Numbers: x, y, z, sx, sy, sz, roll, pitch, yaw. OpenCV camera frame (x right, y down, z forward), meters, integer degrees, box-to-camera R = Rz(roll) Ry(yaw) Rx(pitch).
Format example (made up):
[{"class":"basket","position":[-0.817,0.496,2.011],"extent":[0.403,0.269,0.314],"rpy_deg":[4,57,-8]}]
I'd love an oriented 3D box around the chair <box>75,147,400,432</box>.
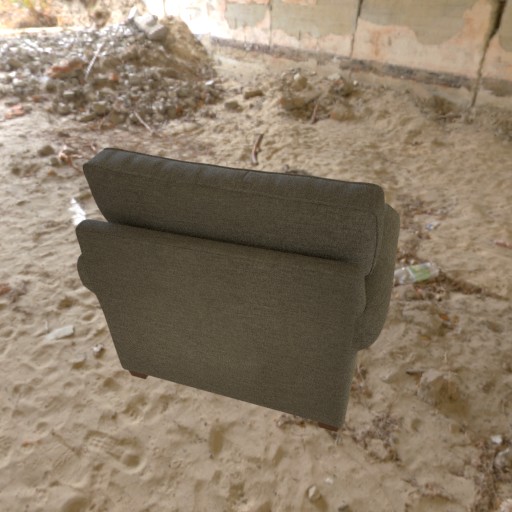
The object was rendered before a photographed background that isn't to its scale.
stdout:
[{"class":"chair","position":[0.000,0.000,1.833],"extent":[1.092,0.961,0.965],"rpy_deg":[10,33,16]}]
